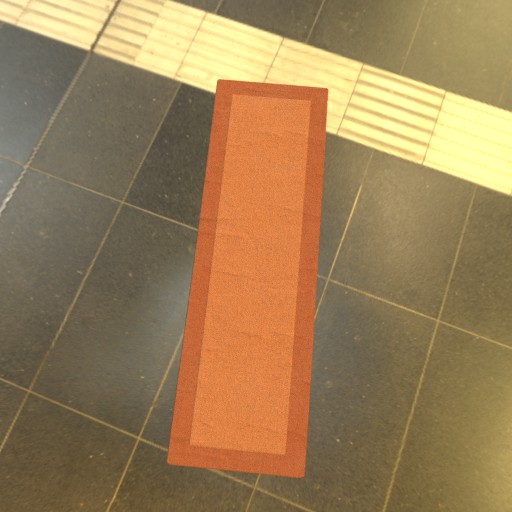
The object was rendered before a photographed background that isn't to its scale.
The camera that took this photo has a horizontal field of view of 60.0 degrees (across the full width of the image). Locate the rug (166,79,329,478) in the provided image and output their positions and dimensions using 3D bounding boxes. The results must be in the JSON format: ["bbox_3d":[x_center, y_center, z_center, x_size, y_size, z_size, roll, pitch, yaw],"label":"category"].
[{"bbox_3d":[0.000,0.000,2.708,0.914,0.013,2.471,2,76,0],"label":"rug"}]
